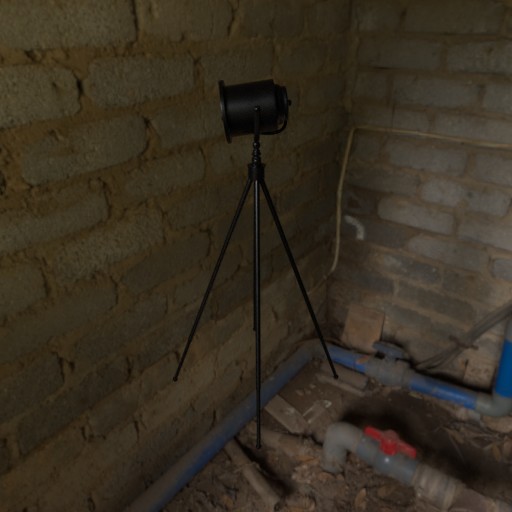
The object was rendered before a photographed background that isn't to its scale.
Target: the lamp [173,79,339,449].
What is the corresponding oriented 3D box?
[{"bbox_3d":[0.000,0.000,2.017,0.884,1.504,0.879,-1,28,-1],"label":"lamp"}]
